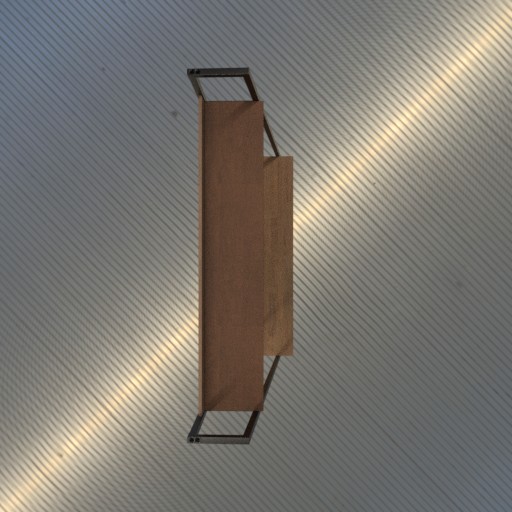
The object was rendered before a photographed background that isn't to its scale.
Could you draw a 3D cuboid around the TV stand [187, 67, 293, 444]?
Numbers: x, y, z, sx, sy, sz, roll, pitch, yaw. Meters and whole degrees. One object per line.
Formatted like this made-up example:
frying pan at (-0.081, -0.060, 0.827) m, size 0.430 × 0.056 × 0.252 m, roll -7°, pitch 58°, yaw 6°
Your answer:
TV stand at (0.000, 0.000, 2.352) m, size 0.432 × 1.772 × 1.250 m, roll 0°, pitch 90°, yaw 2°
